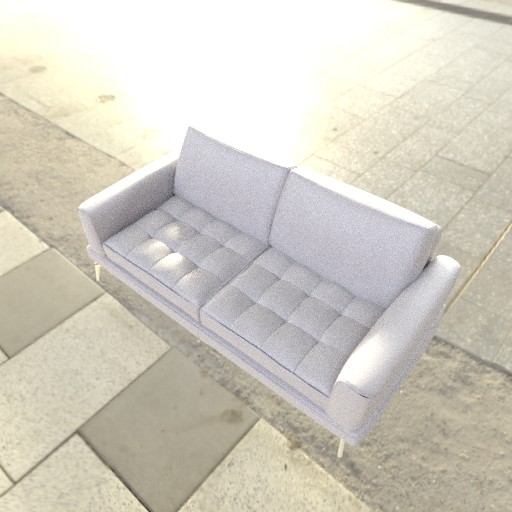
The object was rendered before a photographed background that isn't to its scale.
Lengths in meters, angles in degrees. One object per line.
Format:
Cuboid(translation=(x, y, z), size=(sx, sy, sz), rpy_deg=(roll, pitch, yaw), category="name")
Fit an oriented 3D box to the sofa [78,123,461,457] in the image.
Cuboid(translation=(0.000, 0.000, 2.747), size=(2.177, 0.930, 1.121), rpy_deg=(30, 52, 26), category="sofa")
